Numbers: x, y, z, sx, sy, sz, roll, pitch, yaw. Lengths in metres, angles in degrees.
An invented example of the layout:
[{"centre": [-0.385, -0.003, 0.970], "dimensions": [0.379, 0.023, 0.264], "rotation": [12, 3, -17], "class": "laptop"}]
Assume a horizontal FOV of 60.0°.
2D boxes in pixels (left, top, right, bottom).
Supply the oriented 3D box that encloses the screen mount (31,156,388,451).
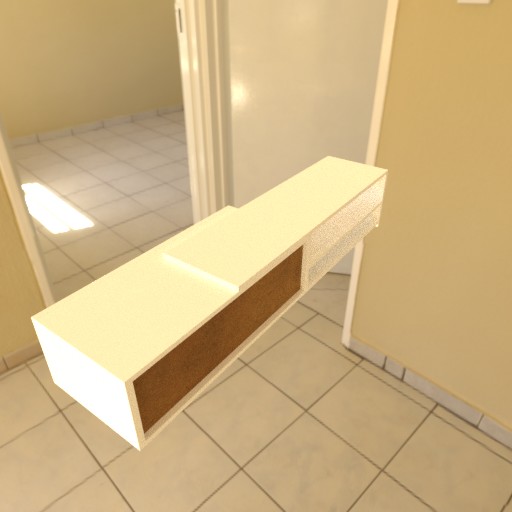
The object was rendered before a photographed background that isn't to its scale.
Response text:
[{"centre": [0.000, 0.000, 1.853], "dimensions": [0.420, 0.320, 1.680], "rotation": [22, 39, 30], "class": "screen mount"}]
